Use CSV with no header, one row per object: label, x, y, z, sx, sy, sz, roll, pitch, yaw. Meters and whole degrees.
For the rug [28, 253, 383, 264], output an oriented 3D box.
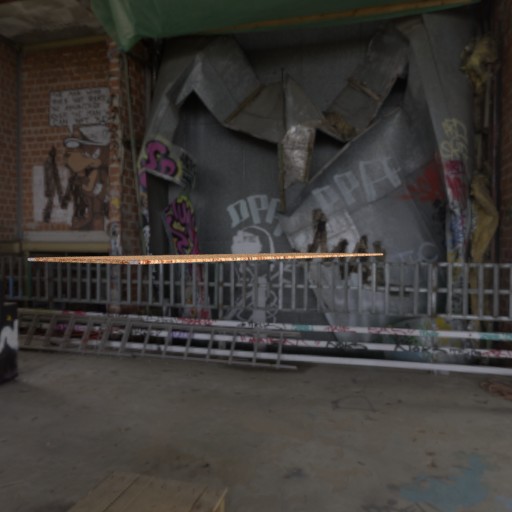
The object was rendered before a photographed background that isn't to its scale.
rug,0.000,0.000,2.500,0.680,0.014,2.237,1,1,35
